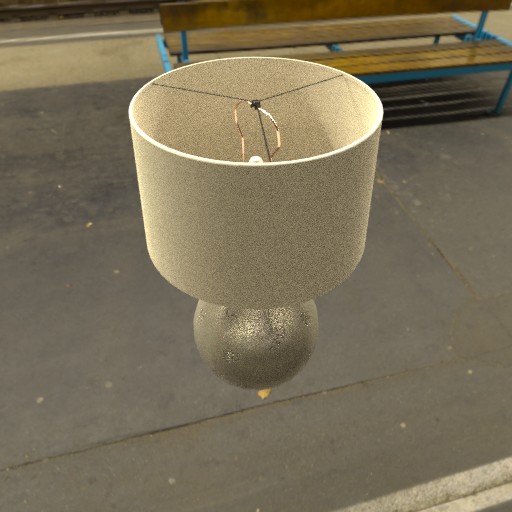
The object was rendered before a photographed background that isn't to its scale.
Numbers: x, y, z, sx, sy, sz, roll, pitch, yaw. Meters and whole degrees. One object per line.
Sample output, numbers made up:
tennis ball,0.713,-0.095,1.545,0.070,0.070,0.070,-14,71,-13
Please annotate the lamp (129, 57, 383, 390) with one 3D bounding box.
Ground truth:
lamp,0.000,0.000,0.721,0.330,0.521,0.330,0,43,0
